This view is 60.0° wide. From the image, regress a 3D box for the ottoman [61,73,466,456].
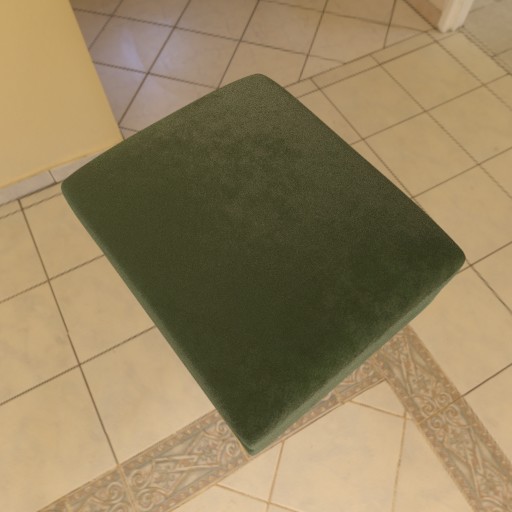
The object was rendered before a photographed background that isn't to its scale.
[{"bbox_3d":[0.000,0.000,1.303,0.701,0.538,0.839,-35,68,-17],"label":"ottoman"}]
